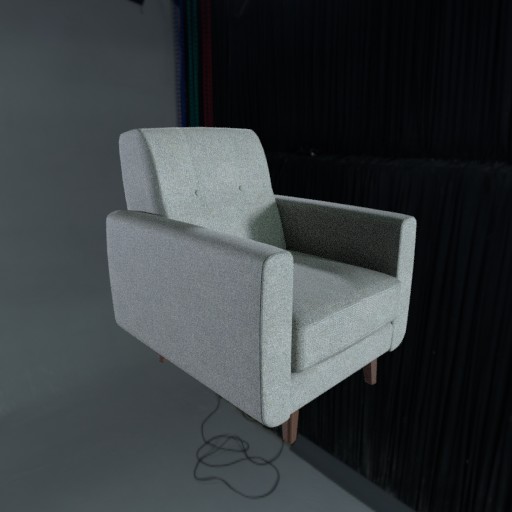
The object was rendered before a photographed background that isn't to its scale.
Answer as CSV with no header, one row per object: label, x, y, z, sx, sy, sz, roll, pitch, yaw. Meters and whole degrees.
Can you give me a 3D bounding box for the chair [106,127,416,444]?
chair,0.000,0.000,1.725,0.845,0.968,0.942,-15,21,-43
